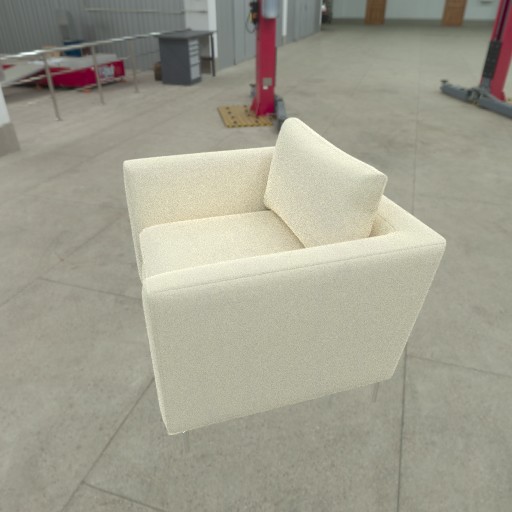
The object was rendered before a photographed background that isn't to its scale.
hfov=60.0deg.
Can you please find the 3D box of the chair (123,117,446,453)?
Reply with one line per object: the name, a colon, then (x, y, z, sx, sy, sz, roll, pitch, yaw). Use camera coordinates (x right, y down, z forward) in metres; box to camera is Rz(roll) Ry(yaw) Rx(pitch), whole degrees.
chair: (0.000, 0.000, 1.717, 0.889, 0.865, 1.041, -9, 32, -15)
